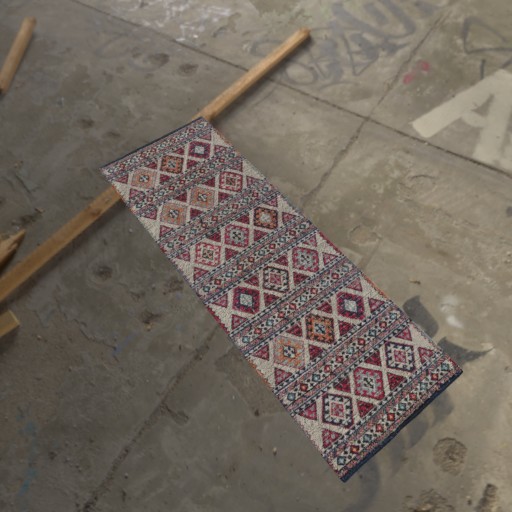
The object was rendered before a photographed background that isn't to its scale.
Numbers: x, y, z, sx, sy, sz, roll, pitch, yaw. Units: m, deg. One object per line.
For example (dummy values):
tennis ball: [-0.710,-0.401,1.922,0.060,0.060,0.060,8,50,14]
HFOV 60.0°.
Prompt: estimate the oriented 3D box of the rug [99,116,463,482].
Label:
rug: [0.000,0.000,2.587,0.832,0.008,2.362,-33,64,-19]
